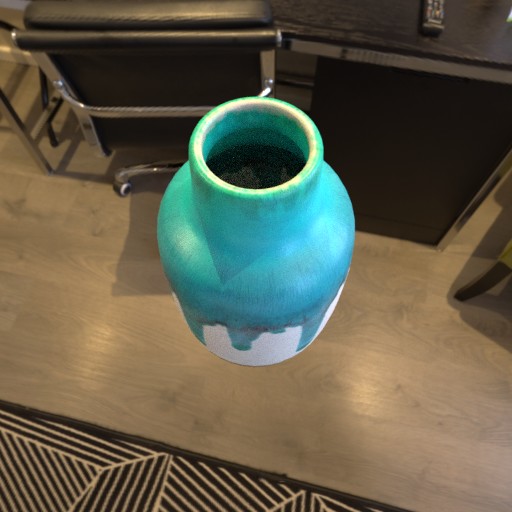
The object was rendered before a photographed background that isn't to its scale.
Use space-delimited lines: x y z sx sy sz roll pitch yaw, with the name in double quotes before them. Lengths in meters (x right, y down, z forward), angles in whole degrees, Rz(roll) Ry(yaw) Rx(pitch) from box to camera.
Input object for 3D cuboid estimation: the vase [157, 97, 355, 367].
"vase" 0.000 0.000 0.258 0.106 0.192 0.106 0 63 0
